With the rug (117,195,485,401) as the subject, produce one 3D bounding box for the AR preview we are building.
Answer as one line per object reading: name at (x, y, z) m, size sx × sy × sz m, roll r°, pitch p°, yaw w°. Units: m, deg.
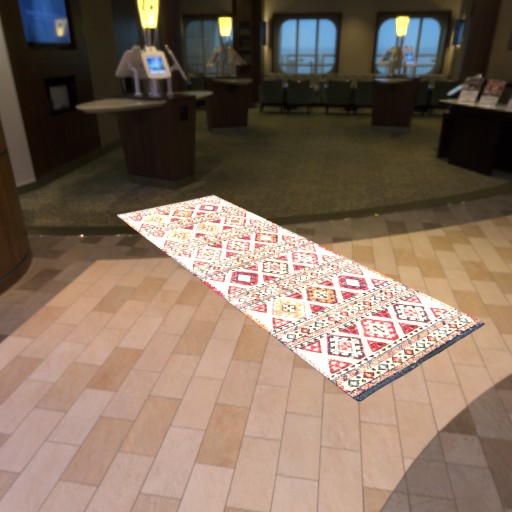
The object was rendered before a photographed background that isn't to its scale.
rug at (0.000, 0.000, 2.627) m, size 0.832 × 0.008 × 2.362 m, roll -17°, pitch 30°, yaw -32°
